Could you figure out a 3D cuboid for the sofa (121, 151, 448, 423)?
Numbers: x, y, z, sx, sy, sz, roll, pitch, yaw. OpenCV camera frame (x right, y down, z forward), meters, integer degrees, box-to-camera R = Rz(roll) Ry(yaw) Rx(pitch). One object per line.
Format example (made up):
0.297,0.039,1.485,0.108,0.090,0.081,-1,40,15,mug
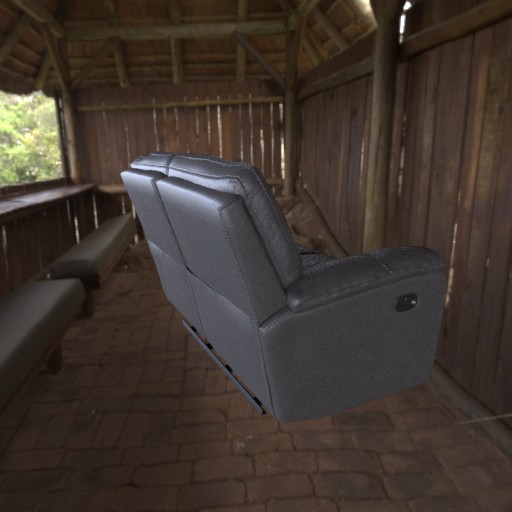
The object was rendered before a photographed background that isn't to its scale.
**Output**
0.000,0.000,2.423,1.104,1.111,1.765,-7,16,-26,sofa
